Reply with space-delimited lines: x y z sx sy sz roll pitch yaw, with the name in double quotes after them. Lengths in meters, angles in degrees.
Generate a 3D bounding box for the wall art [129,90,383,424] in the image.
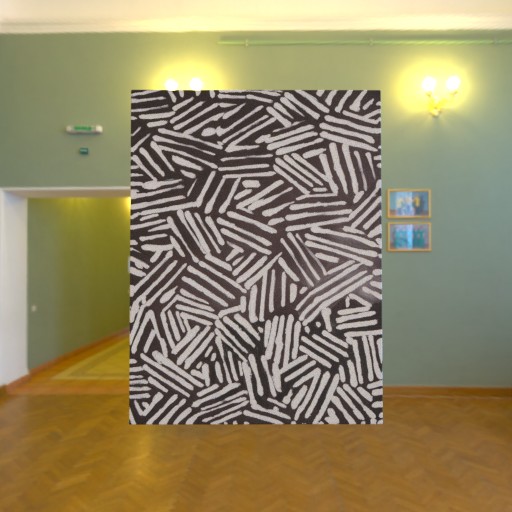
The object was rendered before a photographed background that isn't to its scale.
0.000 0.000 1.363 0.765 1.017 0.038 0 -1 0 "wall art"
